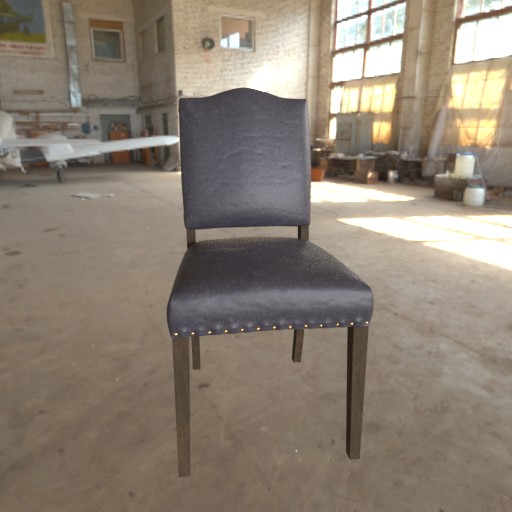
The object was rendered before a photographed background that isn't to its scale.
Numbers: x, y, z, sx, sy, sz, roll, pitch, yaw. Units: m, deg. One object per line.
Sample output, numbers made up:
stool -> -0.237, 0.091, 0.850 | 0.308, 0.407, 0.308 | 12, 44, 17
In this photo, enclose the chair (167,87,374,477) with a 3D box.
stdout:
chair -> 0.000, 0.000, 1.325 | 0.500, 0.991, 0.633 | -2, 16, -8
